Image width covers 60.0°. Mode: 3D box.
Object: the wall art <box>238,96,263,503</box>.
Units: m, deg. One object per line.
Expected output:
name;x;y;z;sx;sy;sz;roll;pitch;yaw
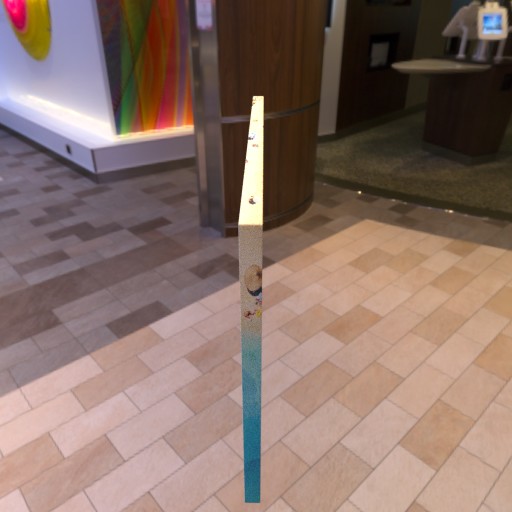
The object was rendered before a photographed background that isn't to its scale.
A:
wall art;0.000;0.000;1.405;0.040;0.769;1.136;0;30;1
